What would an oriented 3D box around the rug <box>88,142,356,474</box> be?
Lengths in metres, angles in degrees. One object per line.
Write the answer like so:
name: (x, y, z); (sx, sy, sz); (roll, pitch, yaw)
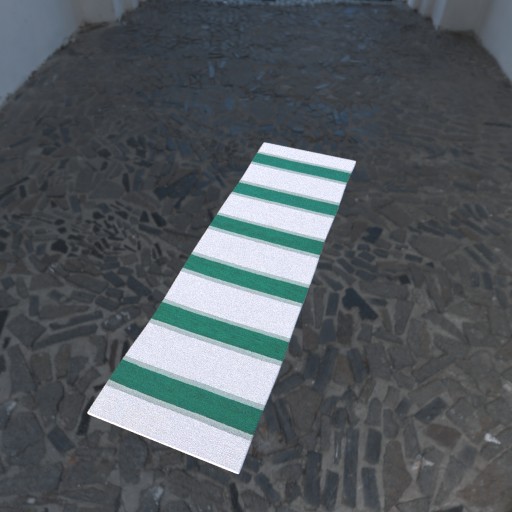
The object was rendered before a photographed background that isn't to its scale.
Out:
rug: (0.000, 0.000, 2.756); (0.768, 0.012, 2.438); (15, 48, 14)
